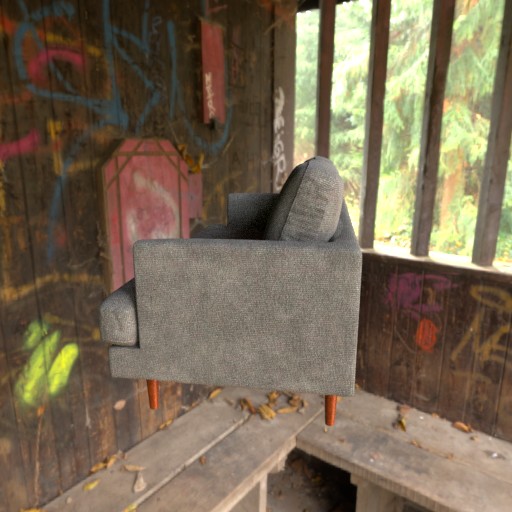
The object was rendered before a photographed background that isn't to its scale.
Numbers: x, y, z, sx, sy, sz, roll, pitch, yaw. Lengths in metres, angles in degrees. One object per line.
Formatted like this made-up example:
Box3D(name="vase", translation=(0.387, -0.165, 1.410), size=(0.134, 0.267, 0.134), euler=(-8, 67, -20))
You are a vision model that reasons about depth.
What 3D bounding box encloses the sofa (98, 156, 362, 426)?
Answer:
Box3D(name="sofa", translation=(0.000, 0.000, 2.209), size=(0.903, 0.956, 1.582), euler=(2, 14, 9))
